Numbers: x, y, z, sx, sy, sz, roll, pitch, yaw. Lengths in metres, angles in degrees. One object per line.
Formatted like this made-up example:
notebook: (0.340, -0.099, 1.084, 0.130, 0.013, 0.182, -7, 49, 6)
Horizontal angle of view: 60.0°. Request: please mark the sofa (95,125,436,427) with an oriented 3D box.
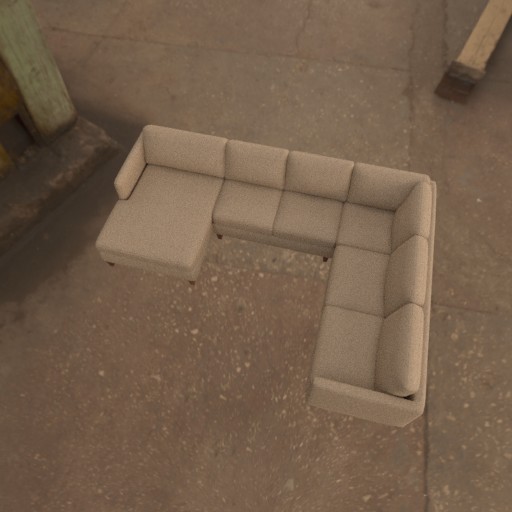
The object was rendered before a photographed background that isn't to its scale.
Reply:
sofa: (0.000, 0.000, 4.561, 3.403, 0.889, 2.551, 12, 59, 8)
